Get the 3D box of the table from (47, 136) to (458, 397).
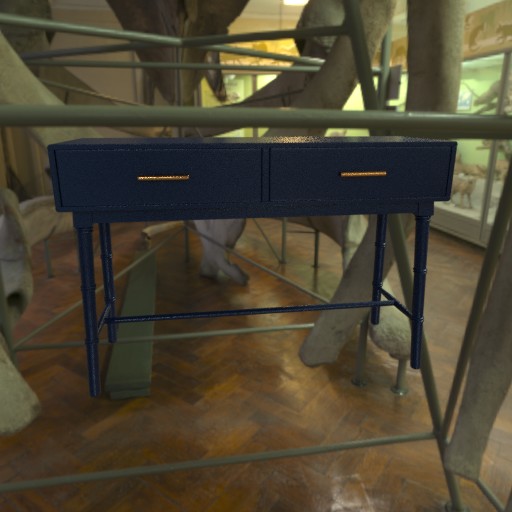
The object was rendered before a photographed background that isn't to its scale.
[{"bbox_3d":[0.000,0.000,1.473,1.118,0.749,0.399,-3,17,-8],"label":"table"}]
